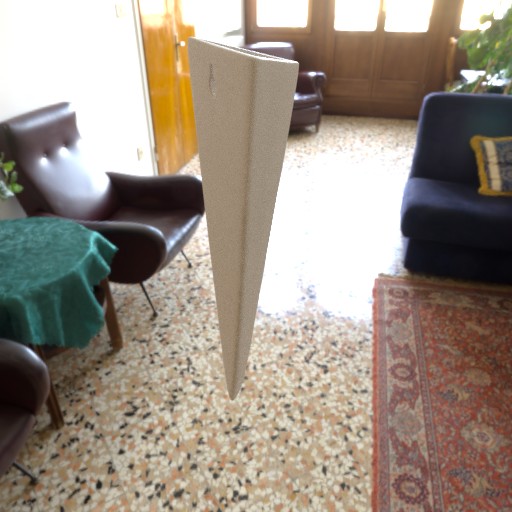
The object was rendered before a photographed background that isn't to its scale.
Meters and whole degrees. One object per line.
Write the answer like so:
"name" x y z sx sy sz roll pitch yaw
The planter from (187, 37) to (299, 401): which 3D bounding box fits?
"planter" 0.000 0.000 0.389 0.065 0.338 0.143 -12 33 -19
